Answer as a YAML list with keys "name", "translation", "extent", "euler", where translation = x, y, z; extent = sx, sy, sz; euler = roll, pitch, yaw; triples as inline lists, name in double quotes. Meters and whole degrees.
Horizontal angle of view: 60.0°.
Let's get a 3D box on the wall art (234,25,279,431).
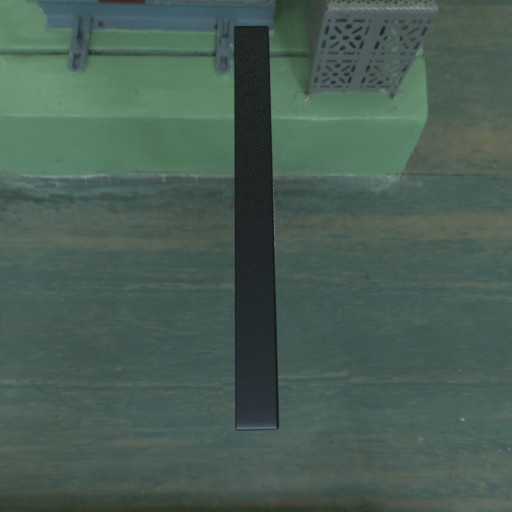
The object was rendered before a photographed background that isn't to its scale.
- name: "wall art"
  translation: [0.000, 0.000, 0.619]
  extent: [0.041, 0.407, 0.406]
  euler: [-1, 76, 0]
